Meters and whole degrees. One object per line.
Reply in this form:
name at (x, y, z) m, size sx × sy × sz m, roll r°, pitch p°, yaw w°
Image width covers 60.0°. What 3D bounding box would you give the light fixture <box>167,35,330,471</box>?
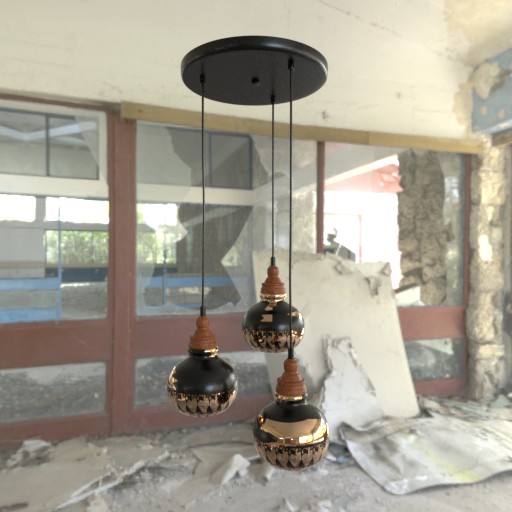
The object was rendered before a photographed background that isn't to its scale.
light fixture at (0.000, 0.000, 1.720) m, size 0.608 × 1.410 × 0.605 m, roll 0°, pitch 0°, yaw 18°
